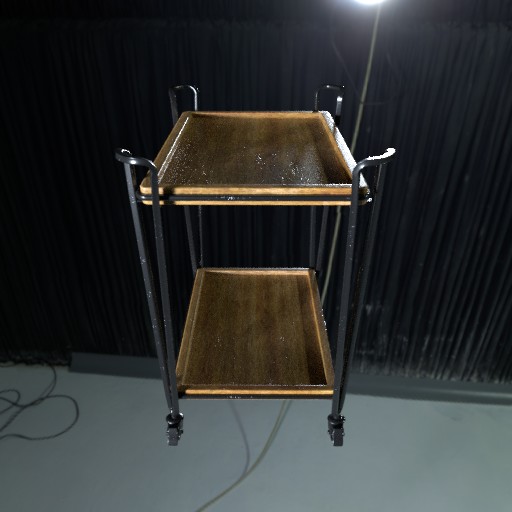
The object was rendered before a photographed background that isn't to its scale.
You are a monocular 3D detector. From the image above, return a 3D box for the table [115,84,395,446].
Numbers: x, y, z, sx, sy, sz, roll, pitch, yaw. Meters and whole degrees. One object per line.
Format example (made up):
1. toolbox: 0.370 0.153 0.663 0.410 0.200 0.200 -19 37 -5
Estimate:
1. table: 0.000 0.000 1.233 0.505 0.785 0.672 0 32 0
